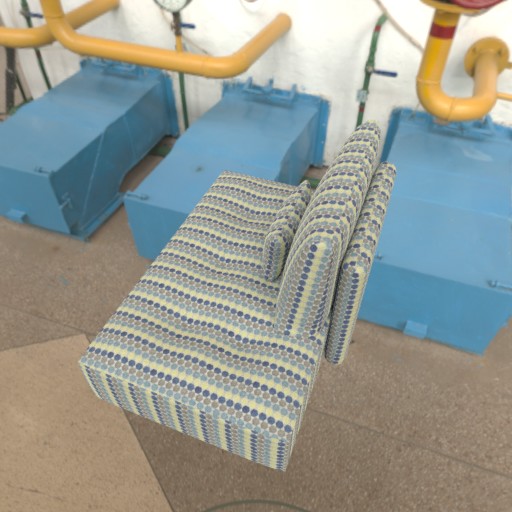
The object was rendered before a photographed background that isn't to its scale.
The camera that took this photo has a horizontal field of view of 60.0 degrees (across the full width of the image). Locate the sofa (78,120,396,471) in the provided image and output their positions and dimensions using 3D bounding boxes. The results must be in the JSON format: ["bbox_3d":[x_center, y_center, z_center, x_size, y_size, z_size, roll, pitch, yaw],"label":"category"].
[{"bbox_3d":[0.000,0.000,2.023,1.000,0.820,1.450,16,47,15],"label":"sofa"}]
